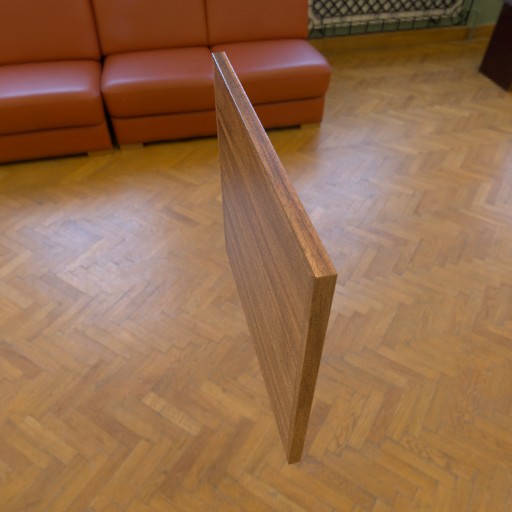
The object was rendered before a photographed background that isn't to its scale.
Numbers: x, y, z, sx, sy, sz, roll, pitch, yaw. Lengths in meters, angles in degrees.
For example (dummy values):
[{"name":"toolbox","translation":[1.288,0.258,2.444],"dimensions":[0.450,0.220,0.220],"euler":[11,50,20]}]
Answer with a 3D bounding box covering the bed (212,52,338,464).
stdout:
[{"name":"bed","translation":[0.000,0.000,1.487],"dimensions":[0.043,0.940,1.041],"euler":[-10,47,-10]}]
